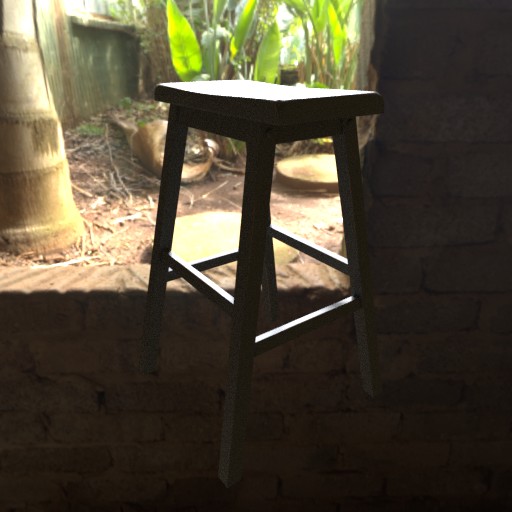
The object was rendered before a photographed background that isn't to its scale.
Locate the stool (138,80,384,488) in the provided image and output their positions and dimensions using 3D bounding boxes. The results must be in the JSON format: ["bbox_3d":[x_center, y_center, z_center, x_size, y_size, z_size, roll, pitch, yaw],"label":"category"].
[{"bbox_3d":[0.000,0.000,1.034,0.476,0.737,0.457,-17,30,-32],"label":"stool"}]
